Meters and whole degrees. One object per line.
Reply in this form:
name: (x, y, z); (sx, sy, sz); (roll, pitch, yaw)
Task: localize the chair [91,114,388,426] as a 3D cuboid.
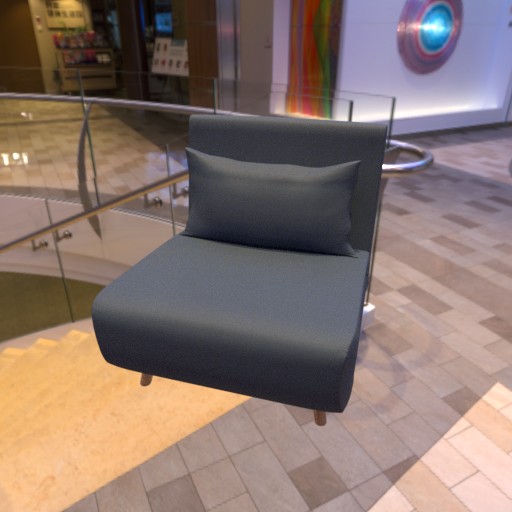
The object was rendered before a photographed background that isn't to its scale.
chair: (0.000, 0.000, 1.529); (0.770, 0.808, 0.900); (8, 28, 15)
